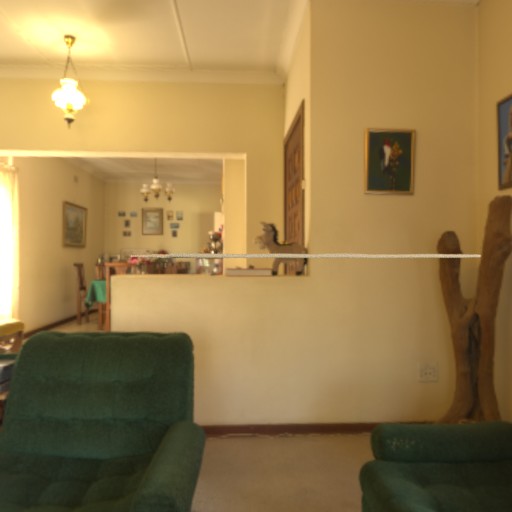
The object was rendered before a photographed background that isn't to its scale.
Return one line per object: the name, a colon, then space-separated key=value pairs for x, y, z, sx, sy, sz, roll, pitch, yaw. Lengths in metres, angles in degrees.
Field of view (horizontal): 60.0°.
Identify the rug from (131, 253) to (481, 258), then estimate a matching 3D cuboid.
rug: x=0.000 y=0.000 z=3.142 sx=1.575 sy=0.023 sz=2.459 roll=0 pitch=0 yaw=-19
